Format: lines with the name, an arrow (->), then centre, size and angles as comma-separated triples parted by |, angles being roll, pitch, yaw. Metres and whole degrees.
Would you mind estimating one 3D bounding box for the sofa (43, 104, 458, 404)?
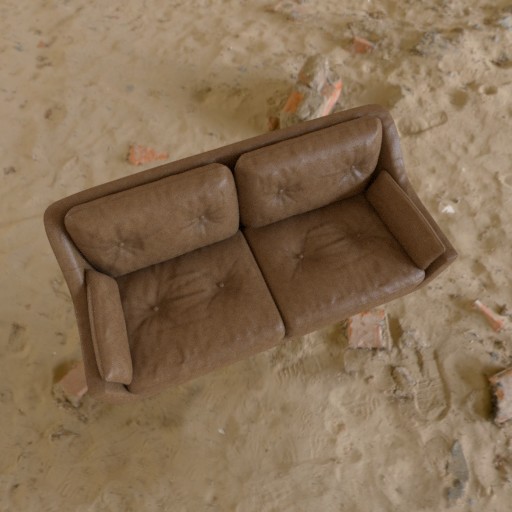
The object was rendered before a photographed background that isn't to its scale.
sofa -> 0.000, 0.000, 2.350 | 1.902, 0.839, 0.904 | -20, 64, -10
